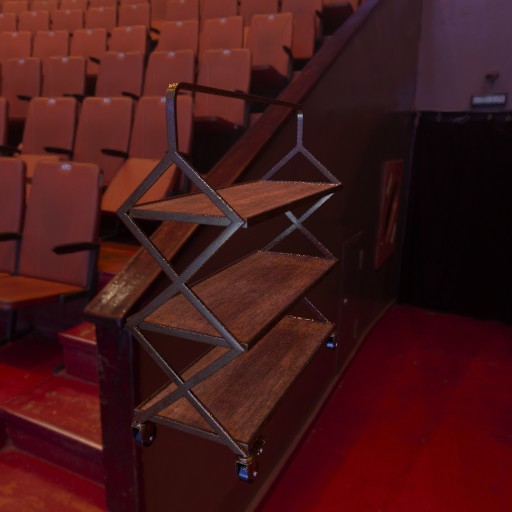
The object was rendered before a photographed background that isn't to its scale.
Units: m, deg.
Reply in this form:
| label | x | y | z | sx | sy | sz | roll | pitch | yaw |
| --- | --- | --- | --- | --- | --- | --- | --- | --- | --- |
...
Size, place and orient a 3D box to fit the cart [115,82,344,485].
| label | x | y | z | sx | sy | sz | roll | pitch | yaw |
| --- | --- | --- | --- | --- | --- | --- | --- | --- | --- |
| cart | 0.000 | 0.000 | 1.184 | 0.313 | 0.805 | 0.723 | 7 | 17 | 24 |
